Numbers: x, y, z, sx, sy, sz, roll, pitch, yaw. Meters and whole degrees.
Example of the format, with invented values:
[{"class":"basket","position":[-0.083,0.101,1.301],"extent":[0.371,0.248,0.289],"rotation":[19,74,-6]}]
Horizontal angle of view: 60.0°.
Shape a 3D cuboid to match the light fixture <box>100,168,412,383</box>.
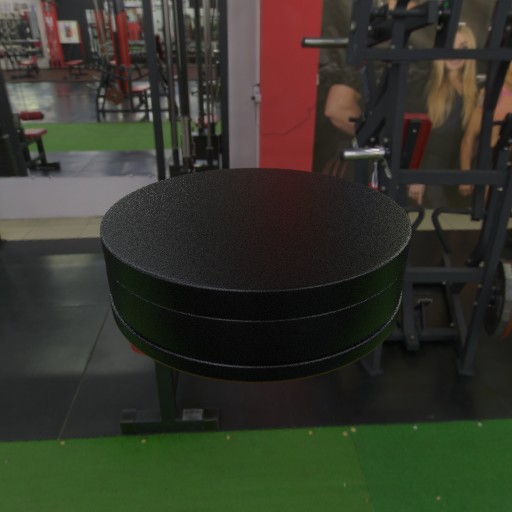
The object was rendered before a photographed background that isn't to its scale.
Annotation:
[{"class":"light fixture","position":[0.000,0.000,0.438],"extent":[0.283,0.097,0.283],"rotation":[0,28,0]}]
